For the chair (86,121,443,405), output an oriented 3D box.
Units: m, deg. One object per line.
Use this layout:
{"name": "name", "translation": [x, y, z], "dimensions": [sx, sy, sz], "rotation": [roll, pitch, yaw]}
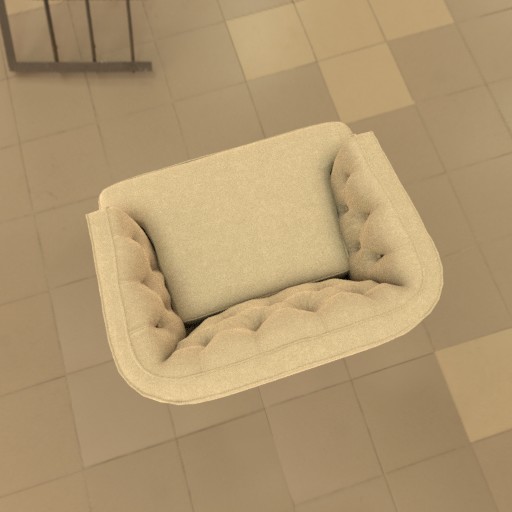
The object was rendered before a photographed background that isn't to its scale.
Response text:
{"name": "chair", "translation": [0.000, 0.000, 1.773], "dimensions": [1.104, 0.852, 0.941], "rotation": [-17, 76, -4]}
